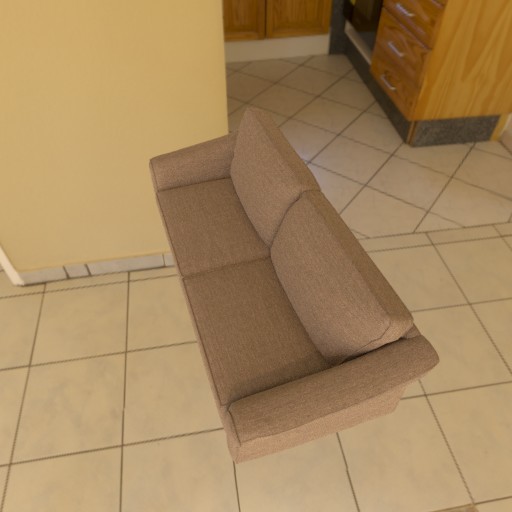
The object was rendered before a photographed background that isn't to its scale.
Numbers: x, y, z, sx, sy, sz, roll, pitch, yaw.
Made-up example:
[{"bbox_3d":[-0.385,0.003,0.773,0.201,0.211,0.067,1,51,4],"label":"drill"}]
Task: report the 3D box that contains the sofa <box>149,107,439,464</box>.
[{"bbox_3d":[0.000,0.000,2.776,0.980,0.965,2.270,-14,49,-13],"label":"sofa"}]
